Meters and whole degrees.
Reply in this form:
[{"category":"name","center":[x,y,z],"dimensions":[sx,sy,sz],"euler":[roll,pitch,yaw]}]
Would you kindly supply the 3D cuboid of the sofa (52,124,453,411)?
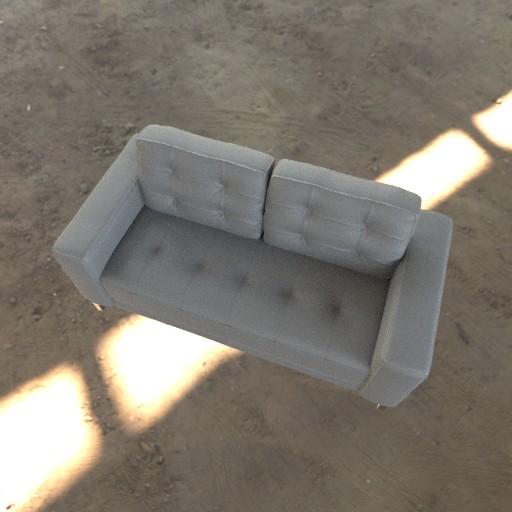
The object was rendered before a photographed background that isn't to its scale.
[{"category":"sofa","center":[0.000,0.000,2.202],"dimensions":[1.726,0.892,0.833],"euler":[17,59,11]}]
